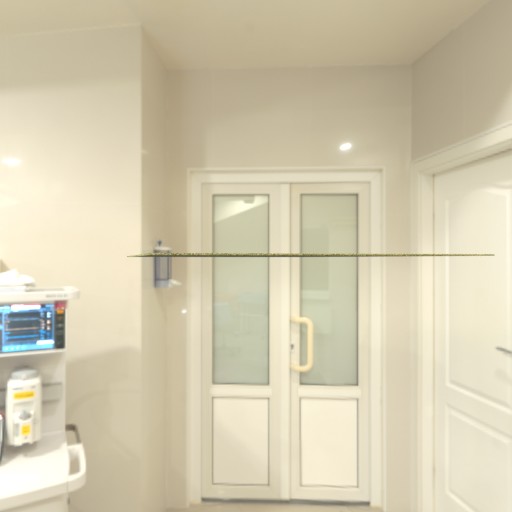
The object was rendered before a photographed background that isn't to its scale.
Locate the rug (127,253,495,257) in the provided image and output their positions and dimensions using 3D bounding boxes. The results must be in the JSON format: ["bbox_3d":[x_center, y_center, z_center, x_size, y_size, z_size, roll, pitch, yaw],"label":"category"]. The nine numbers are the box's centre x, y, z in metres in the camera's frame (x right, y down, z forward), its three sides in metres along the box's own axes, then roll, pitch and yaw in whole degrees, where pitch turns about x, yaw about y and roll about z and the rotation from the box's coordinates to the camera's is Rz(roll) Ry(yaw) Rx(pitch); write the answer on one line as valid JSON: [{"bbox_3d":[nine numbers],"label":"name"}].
[{"bbox_3d":[0.000,0.000,2.857,1.529,0.007,2.297,0,0,-18],"label":"rug"}]
